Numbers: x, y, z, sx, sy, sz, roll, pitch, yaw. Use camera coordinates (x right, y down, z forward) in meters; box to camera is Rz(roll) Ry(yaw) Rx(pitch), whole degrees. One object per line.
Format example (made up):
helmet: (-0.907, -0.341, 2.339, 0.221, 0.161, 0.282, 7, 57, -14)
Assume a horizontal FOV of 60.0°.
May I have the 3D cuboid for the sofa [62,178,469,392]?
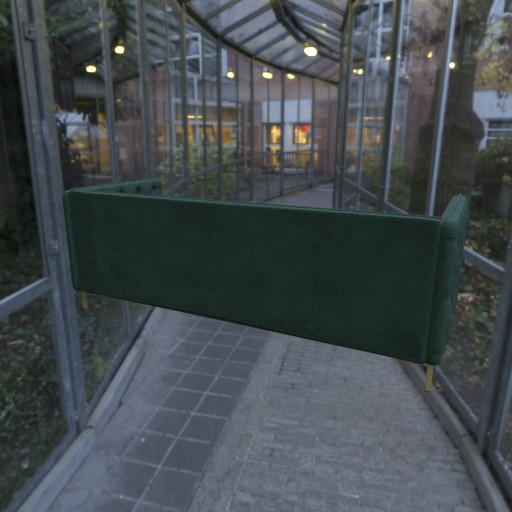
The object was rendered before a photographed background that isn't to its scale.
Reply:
sofa: (0.000, 0.000, 2.628, 2.209, 0.771, 0.895, 8, 17, 26)
